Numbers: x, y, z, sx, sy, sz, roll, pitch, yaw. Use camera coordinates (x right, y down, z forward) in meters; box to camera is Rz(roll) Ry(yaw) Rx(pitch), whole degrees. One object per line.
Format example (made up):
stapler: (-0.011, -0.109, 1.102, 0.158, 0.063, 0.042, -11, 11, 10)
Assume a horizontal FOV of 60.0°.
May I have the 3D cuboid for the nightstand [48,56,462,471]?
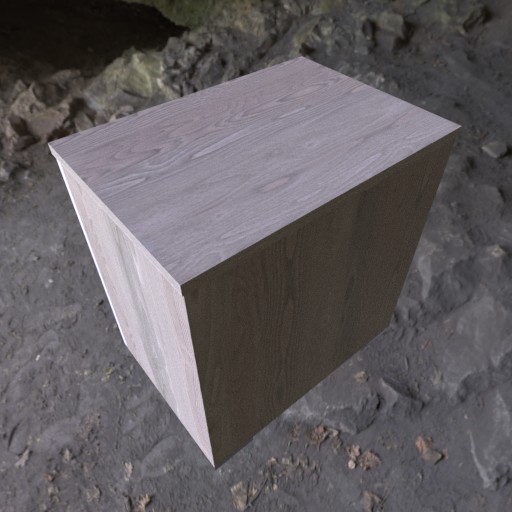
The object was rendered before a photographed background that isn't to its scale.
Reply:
nightstand: (0.000, 0.000, 0.743, 0.442, 0.461, 0.325, -30, 52, -27)
